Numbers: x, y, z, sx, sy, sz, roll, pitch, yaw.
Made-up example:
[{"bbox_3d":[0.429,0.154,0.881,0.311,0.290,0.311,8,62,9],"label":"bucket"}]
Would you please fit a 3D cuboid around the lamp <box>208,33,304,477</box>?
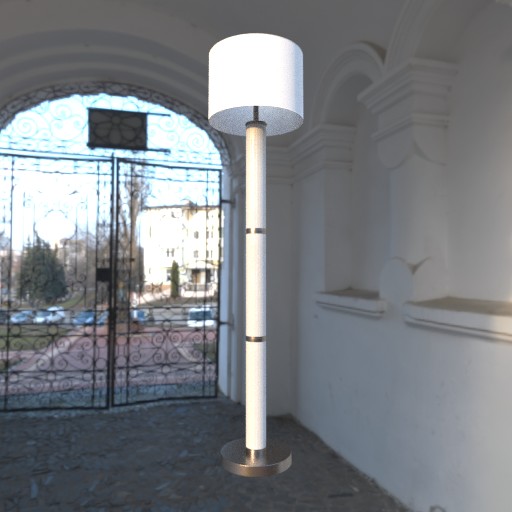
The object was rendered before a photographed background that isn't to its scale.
[{"bbox_3d":[0.000,0.000,1.755,0.377,1.599,0.377,0,-2,0],"label":"lamp"}]
